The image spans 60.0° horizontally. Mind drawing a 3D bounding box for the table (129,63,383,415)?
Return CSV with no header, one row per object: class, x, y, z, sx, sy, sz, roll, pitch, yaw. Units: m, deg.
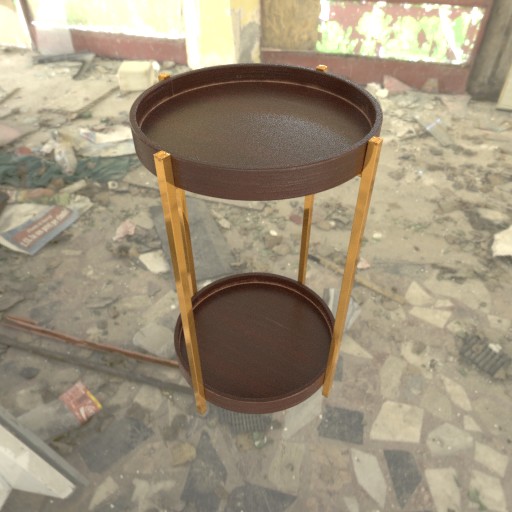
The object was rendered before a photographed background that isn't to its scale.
table,0.000,0.000,0.860,0.400,0.610,0.400,26,48,27
